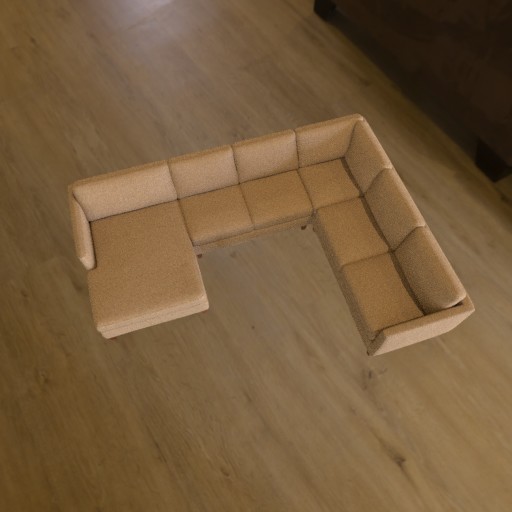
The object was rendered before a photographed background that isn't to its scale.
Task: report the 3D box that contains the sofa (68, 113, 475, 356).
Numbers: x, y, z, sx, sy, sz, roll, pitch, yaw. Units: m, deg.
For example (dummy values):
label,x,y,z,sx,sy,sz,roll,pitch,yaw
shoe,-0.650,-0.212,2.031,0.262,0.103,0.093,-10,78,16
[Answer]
label,x,y,z,sx,sy,sz,roll,pitch,yaw
sofa,0.000,0.000,4.529,3.403,0.889,2.551,-16,63,-8
